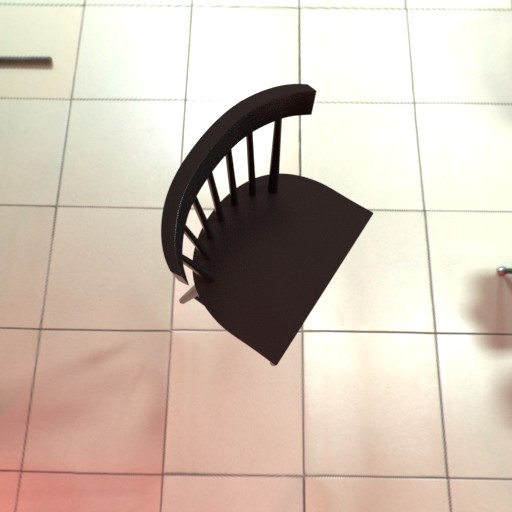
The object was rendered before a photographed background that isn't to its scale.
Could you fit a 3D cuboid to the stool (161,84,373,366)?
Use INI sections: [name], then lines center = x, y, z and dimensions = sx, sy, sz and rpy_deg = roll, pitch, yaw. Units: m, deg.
[stool]
center = 0.000, 0.000, 1.335
dimensions = 0.483, 1.092, 0.482
rpy_deg = 33, 78, 8
